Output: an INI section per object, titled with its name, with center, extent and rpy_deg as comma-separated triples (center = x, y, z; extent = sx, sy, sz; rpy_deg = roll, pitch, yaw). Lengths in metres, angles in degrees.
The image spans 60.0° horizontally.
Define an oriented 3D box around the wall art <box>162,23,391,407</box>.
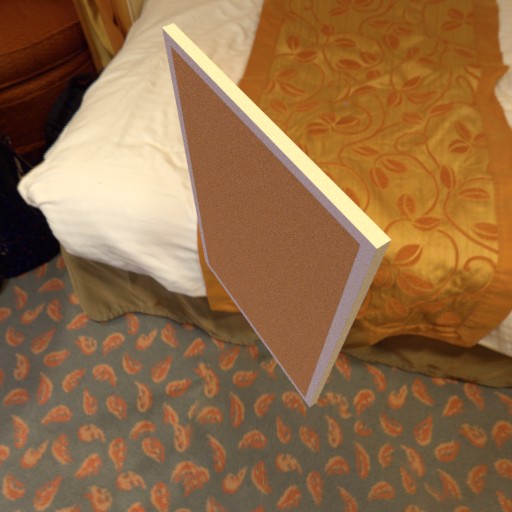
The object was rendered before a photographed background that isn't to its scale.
[wall art]
center = 0.000, 0.000, 0.542
extent = 0.013, 0.433, 0.303
rpy_deg = -30, 63, -17
